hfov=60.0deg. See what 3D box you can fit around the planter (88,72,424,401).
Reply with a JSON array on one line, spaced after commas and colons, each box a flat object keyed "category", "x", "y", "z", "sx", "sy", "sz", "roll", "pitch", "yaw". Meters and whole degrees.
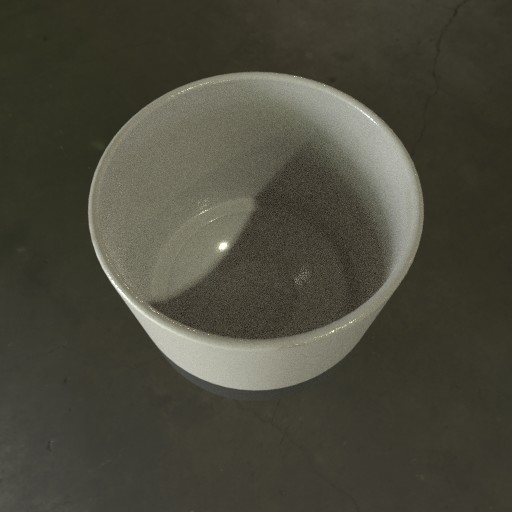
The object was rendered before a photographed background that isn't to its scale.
[{"category": "planter", "x": 0.000, "y": 0.000, "z": 0.335, "sx": 0.193, "sy": 0.177, "sz": 0.193, "roll": 0, "pitch": 63, "yaw": 0}]
